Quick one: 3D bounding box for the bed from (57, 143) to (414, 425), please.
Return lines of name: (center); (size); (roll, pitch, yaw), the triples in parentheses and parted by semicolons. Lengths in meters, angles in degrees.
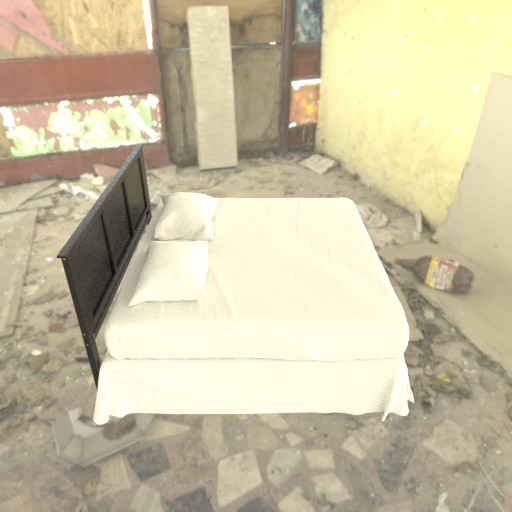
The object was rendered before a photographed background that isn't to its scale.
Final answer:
bed: (0.000, 0.000, 3.644); (2.219, 1.271, 2.315); (0, 32, 0)
